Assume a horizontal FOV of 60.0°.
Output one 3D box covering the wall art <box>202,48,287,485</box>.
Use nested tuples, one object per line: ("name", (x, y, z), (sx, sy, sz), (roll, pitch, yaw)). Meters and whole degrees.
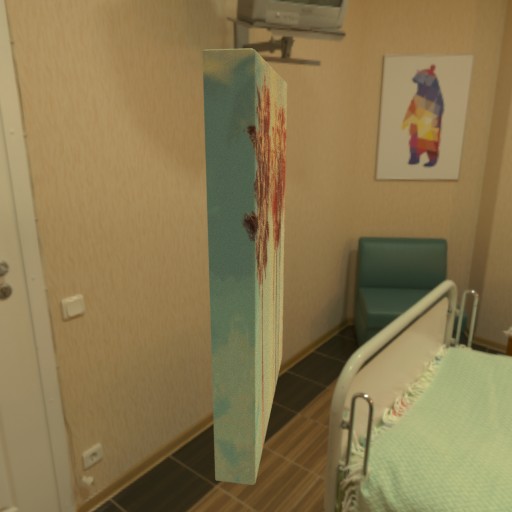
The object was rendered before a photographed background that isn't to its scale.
("wall art", (0.000, 0.000, 0.489), (0.039, 0.380, 0.251), (3, 16, 9))
